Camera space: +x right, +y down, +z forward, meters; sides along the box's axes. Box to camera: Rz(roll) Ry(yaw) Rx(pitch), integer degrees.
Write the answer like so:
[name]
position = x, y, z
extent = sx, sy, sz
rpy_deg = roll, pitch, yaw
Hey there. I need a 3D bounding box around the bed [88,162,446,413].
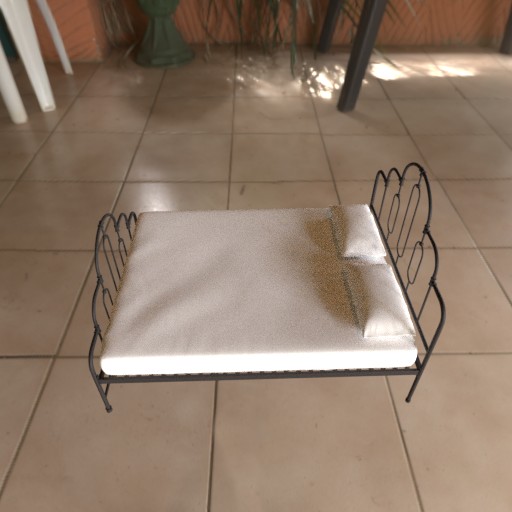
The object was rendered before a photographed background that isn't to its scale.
[bed]
position = 0.000, 0.000, 3.269
extent = 2.163, 1.429, 1.640
rpy_deg = -1, 42, -1
